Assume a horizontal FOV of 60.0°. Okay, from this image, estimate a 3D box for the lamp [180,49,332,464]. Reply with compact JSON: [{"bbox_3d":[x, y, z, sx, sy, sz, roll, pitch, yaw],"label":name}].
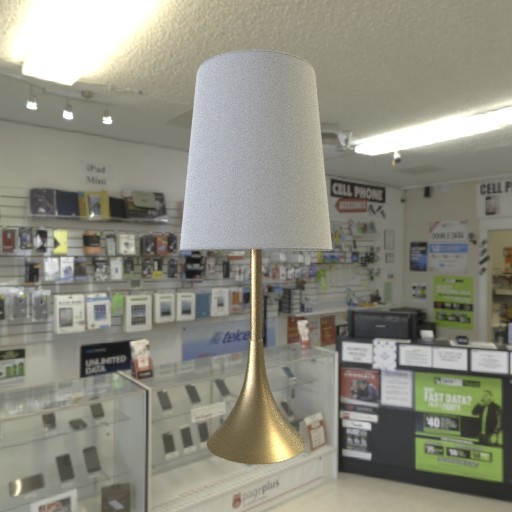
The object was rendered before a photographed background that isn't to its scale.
[{"bbox_3d":[0.000,0.000,0.680,0.231,0.569,0.231,0,0,0],"label":"lamp"}]
